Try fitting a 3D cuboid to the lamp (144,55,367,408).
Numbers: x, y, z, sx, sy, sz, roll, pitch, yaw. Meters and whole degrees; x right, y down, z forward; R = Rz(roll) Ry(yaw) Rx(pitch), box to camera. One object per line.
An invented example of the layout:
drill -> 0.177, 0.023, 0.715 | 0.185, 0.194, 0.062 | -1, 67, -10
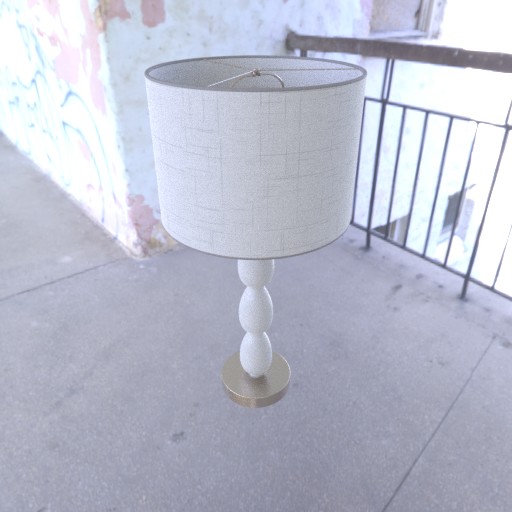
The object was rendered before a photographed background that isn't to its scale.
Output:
lamp -> 0.000, 0.000, 0.711 | 0.282, 0.559, 0.280 | -20, 36, -30
